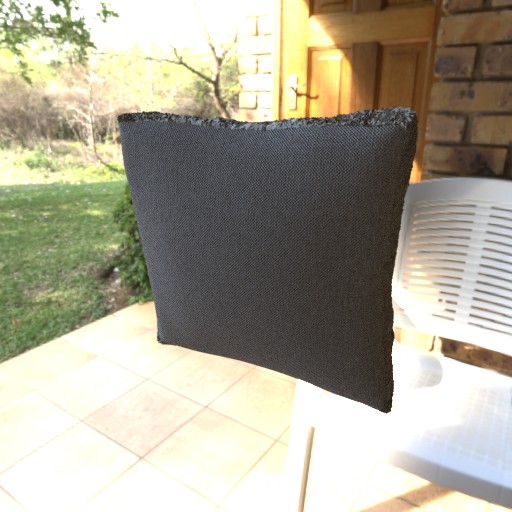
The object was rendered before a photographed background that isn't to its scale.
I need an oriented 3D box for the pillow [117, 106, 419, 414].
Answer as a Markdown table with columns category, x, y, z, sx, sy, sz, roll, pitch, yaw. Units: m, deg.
| category | x | y | z | sx | sy | sz | roll | pitch | yaw |
| --- | --- | --- | --- | --- | --- | --- | --- | --- | --- |
| pillow | 0.000 | 0.000 | 0.804 | 0.529 | 0.515 | 0.218 | 10 | 21 | 27 |
